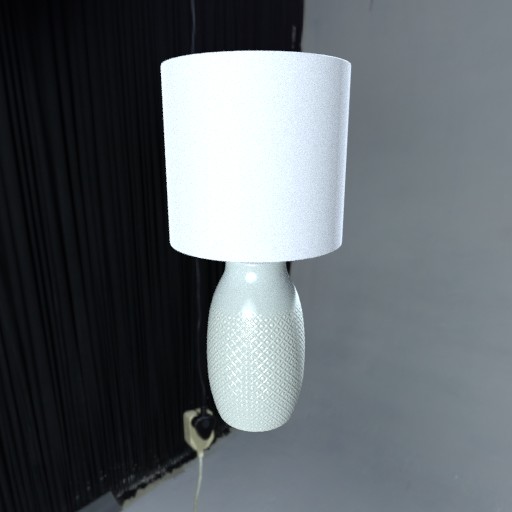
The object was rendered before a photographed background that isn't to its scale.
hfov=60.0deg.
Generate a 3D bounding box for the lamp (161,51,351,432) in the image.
[{"bbox_3d":[0.000,0.000,0.574,0.217,0.453,0.217,14,21,42],"label":"lamp"}]
